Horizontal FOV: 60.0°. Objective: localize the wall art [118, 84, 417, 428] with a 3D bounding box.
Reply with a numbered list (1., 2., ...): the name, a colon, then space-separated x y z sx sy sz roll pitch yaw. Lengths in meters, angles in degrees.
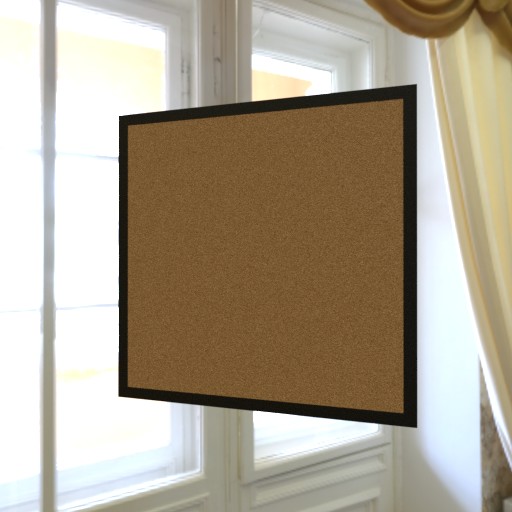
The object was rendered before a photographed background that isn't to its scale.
1. wall art: 0.000 0.000 0.745 0.508 0.508 0.038 0 0 17
